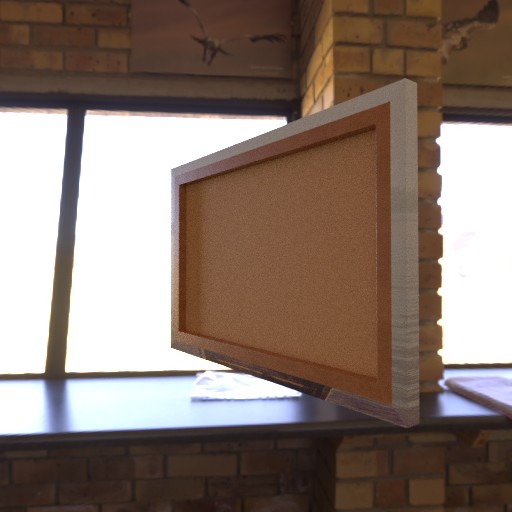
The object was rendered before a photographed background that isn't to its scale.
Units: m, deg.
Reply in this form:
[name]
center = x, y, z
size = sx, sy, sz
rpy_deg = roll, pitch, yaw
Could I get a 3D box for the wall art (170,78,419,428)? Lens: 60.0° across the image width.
[wall art]
center = 0.000, 0.000, 1.145
size = 0.037, 0.609, 0.916
rpy_deg = 1, -1, -37
